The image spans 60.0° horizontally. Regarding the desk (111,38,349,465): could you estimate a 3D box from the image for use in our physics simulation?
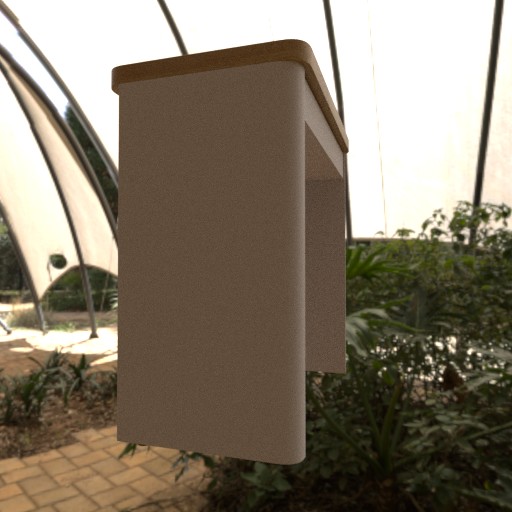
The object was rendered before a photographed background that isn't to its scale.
[{"bbox_3d":[0.000,0.000,1.230,0.440,0.790,0.760,0,-1,18],"label":"desk"}]
